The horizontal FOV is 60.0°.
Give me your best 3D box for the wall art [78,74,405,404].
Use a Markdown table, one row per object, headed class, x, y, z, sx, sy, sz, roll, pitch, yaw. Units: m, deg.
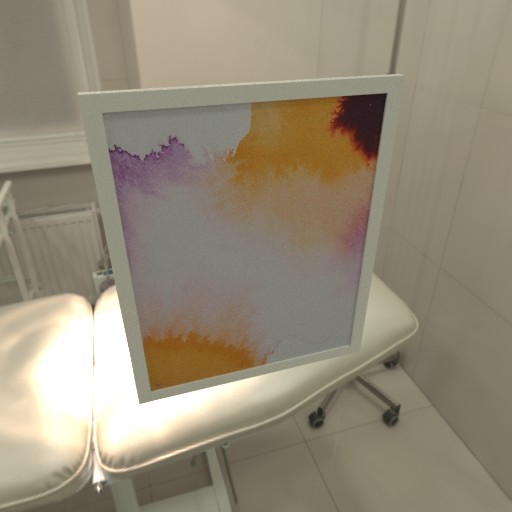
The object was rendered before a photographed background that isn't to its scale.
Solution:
| class | x | y | z | sx | sy | sz | roll | pitch | yaw |
| --- | --- | --- | --- | --- | --- | --- | --- | --- | --- |
| wall art | 0.000 | 0.000 | 0.619 | 0.382 | 0.456 | 0.013 | -9 | 32 | -15 |
